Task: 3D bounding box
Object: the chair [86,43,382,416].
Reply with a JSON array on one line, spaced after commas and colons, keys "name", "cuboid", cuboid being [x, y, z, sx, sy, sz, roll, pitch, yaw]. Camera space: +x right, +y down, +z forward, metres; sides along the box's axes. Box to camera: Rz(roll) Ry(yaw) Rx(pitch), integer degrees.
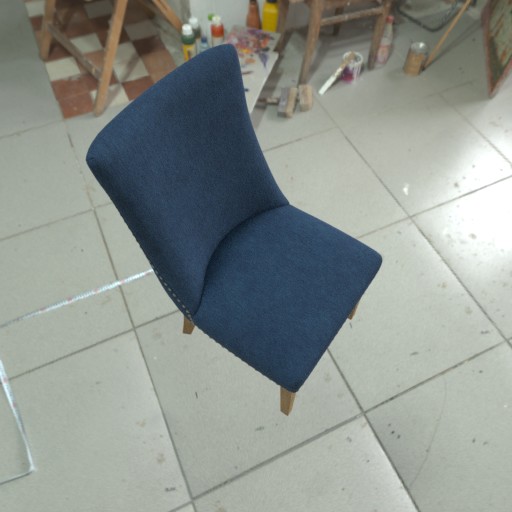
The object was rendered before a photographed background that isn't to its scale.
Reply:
[{"name": "chair", "cuboid": [0.000, 0.000, 1.276, 0.610, 0.902, 0.495, 32, 64, 18]}]
